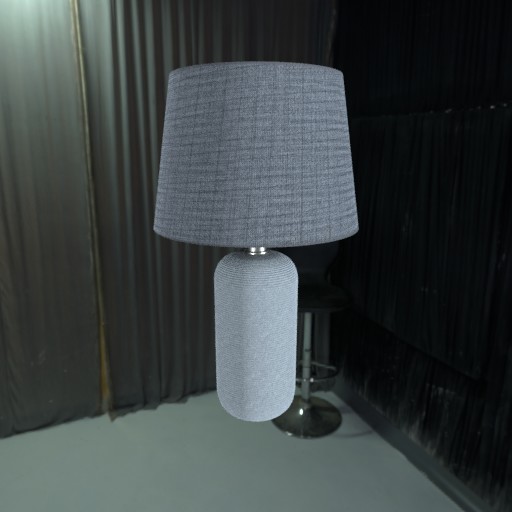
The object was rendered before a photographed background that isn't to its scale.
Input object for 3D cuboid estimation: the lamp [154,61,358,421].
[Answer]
[{"bbox_3d":[0.000,0.000,0.567,0.251,0.429,0.251,0,14,0],"label":"lamp"}]
